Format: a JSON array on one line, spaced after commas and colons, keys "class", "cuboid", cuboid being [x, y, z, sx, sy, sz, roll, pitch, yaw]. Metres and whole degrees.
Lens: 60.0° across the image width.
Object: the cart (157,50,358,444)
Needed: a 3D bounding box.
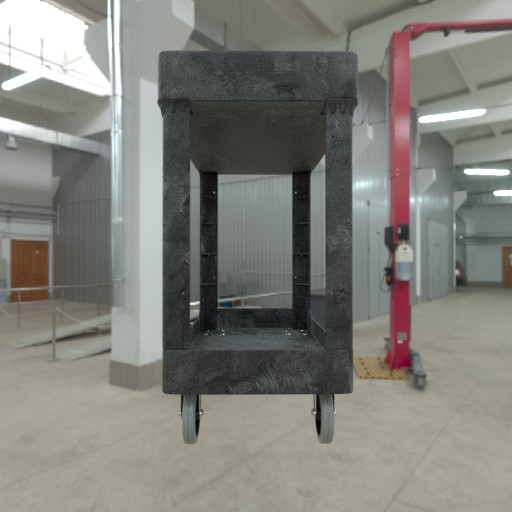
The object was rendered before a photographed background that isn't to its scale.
[{"class": "cart", "cuboid": [0.000, 0.000, 1.329, 0.420, 0.824, 0.877, 0, 0, -1]}]
